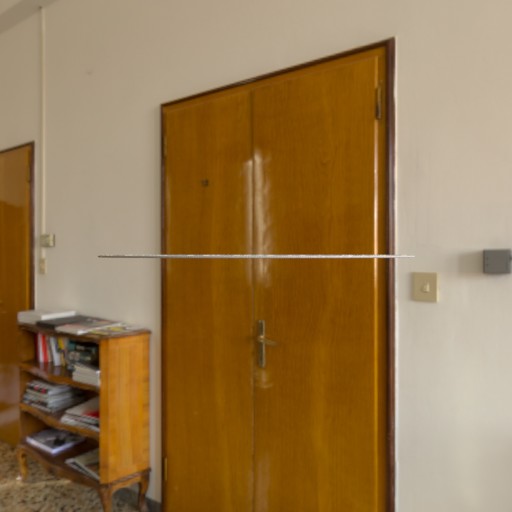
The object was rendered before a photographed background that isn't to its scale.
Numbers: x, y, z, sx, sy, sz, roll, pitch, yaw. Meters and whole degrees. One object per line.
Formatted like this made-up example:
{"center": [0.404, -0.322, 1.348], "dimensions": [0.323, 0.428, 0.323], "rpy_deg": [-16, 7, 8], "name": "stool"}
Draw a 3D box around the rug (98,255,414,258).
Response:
{"center": [0.000, 0.000, 2.367], "dimensions": [1.593, 0.012, 1.593], "rpy_deg": [0, 0, 0], "name": "rug"}
